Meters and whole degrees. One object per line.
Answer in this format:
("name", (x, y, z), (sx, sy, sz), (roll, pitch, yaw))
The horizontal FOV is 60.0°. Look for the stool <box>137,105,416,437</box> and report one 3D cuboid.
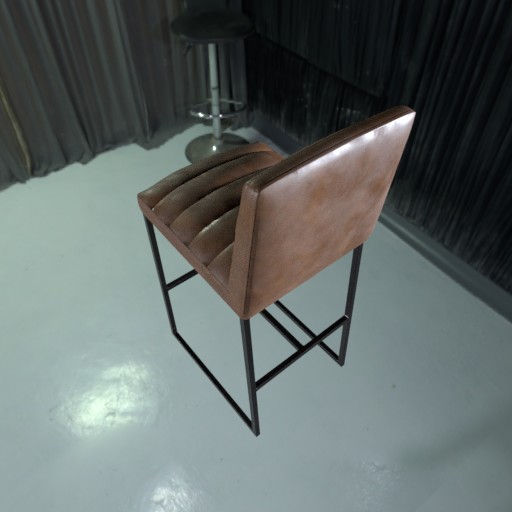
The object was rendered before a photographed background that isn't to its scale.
("stool", (0.000, 0.000, 1.360), (0.463, 1.065, 0.562), (-31, 54, -26))
